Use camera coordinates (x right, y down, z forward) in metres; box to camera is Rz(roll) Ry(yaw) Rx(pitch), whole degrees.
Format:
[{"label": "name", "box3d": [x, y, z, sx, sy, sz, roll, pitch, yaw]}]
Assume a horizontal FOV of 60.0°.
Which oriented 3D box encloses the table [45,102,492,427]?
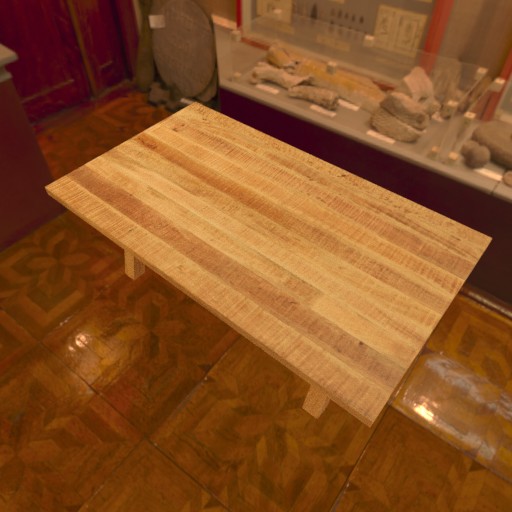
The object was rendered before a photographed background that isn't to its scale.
[{"label": "table", "box3d": [0.000, 0.000, 1.661, 1.320, 0.455, 0.760, 32, 56, 25]}]
